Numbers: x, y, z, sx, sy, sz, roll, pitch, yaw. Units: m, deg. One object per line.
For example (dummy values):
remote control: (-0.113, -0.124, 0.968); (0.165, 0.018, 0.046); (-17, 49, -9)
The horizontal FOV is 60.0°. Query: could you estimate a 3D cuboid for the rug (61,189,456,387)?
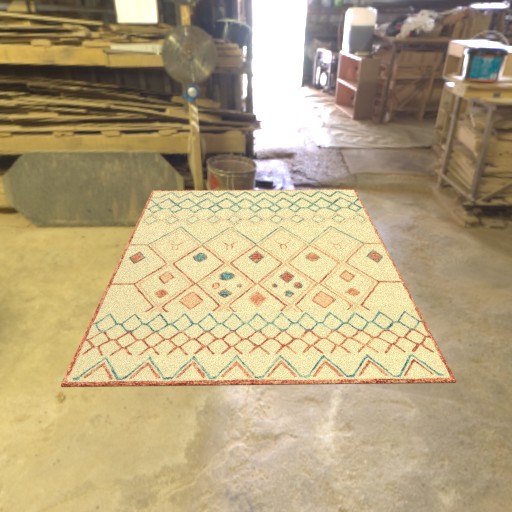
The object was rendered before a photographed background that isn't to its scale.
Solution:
rug: (0.000, 0.000, 4.028); (2.441, 0.016, 3.050); (0, 31, -1)
